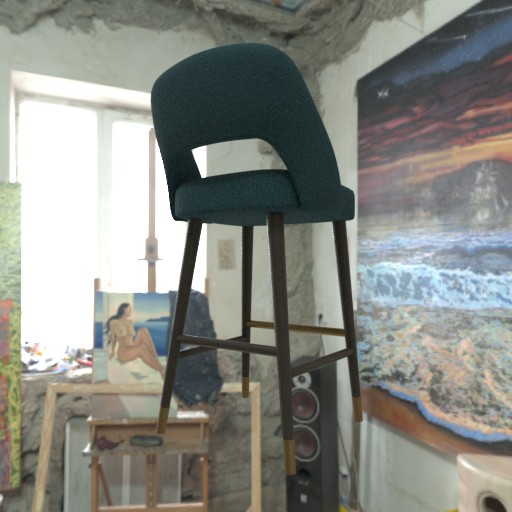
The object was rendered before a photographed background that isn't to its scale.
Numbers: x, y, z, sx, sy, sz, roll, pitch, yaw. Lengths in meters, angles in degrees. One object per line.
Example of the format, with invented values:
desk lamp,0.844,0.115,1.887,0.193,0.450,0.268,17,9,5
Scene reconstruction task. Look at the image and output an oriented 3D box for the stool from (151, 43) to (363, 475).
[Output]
stool,0.000,0.000,1.317,0.536,1.032,0.522,-1,-1,35
